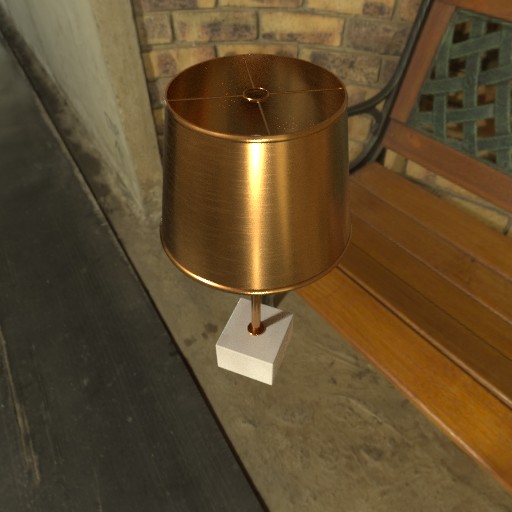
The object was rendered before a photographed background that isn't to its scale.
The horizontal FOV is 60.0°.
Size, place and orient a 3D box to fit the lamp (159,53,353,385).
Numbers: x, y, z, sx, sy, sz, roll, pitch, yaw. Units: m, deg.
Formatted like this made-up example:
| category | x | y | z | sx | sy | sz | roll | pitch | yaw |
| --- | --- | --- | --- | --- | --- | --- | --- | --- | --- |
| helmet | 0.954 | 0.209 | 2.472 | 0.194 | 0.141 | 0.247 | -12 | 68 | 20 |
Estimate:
| category | x | y | z | sx | sy | sz | roll | pitch | yaw |
| --- | --- | --- | --- | --- | --- | --- | --- | --- | --- |
| lamp | 0.000 | 0.000 | 0.523 | 0.208 | 0.406 | 0.208 | 0 | 46 | 0 |
